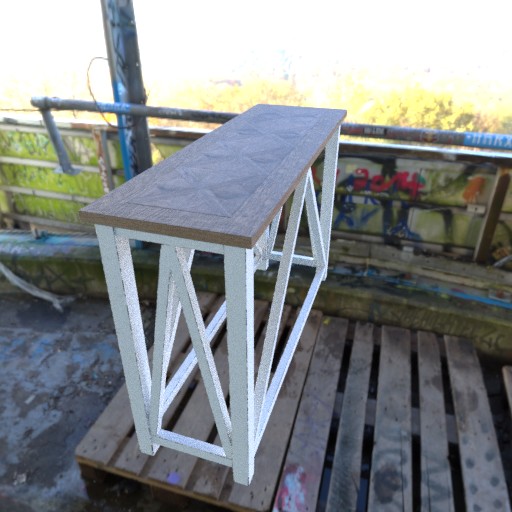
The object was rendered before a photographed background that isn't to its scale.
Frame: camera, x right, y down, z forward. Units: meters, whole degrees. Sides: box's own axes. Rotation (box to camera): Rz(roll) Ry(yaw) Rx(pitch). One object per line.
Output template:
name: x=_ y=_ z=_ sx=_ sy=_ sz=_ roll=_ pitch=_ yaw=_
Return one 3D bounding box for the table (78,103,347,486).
table: x=0.000 y=0.000 z=1.827 sx=0.450 sy=0.930 sz=1.400 roll=9 pitch=31 yaw=16
